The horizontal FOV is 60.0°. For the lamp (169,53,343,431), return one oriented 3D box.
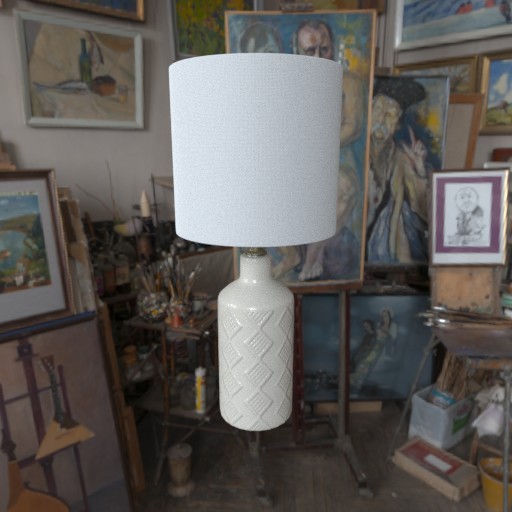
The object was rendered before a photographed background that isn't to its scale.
[{"bbox_3d":[0.000,0.000,0.589,0.207,0.461,0.207,2,14,10],"label":"lamp"}]
